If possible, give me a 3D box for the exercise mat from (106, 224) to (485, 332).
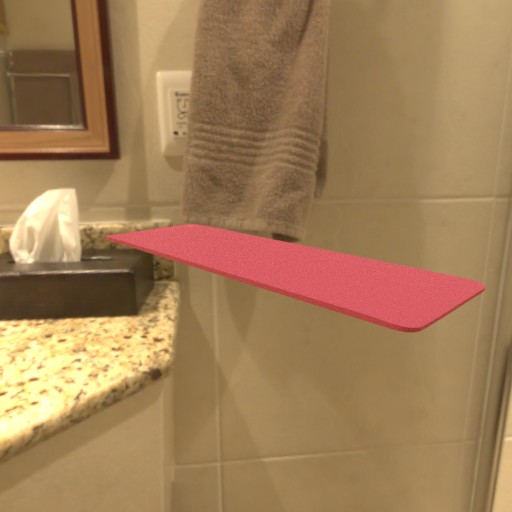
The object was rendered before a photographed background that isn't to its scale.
[{"bbox_3d":[0.000,0.000,2.096,0.616,0.021,1.884,-13,19,-43],"label":"exercise mat"}]
